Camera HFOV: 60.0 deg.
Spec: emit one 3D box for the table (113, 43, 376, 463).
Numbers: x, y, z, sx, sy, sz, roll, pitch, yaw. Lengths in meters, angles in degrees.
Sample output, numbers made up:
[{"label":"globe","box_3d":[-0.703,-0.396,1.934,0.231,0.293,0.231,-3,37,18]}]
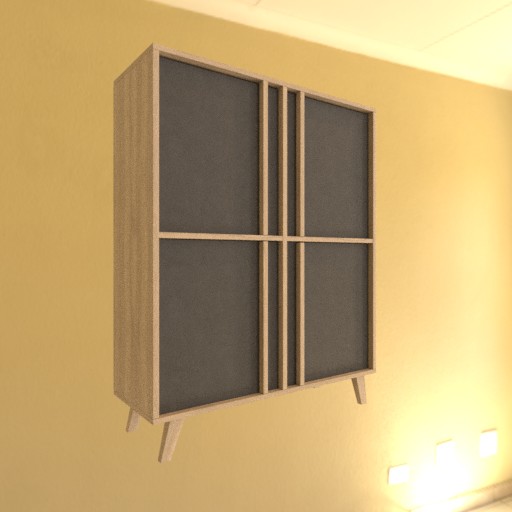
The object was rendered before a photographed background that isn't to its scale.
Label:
[{"label":"table","box_3d":[0.000,0.000,1.926,1.111,1.388,0.398,0,0,-36]}]
